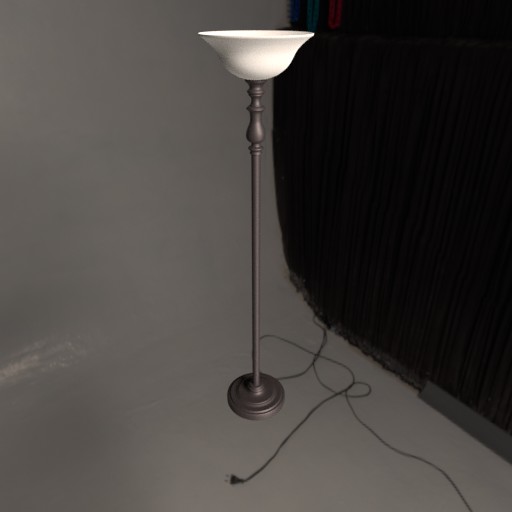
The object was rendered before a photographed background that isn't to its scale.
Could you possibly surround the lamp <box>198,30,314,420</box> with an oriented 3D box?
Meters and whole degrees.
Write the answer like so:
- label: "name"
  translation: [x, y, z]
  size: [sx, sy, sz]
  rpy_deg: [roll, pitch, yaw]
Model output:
- label: "lamp"
  translation: [0.000, 0.000, 1.997]
  size: [0.405, 1.797, 0.405]
  rpy_deg: [-21, 35, -32]
